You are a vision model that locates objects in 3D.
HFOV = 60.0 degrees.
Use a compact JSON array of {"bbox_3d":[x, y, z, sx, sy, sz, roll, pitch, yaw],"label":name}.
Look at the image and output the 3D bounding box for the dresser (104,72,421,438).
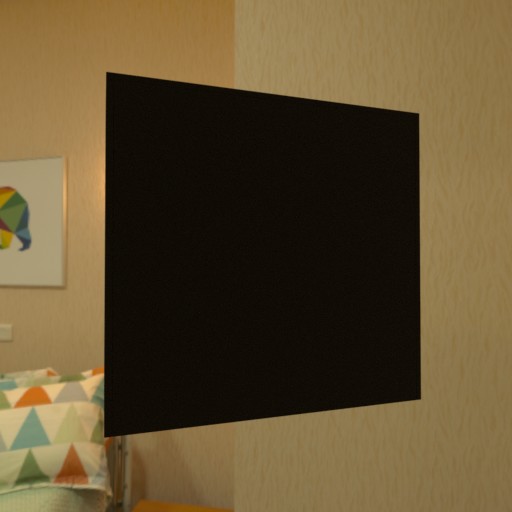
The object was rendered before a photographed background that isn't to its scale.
[{"bbox_3d":[0.000,0.000,1.162,0.750,0.720,0.360,0,-1,-19],"label":"dresser"}]
